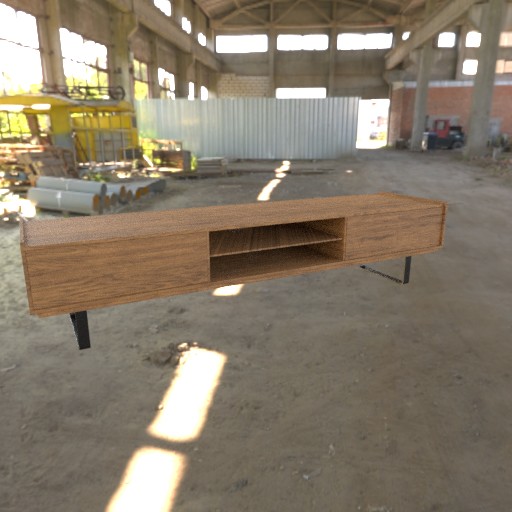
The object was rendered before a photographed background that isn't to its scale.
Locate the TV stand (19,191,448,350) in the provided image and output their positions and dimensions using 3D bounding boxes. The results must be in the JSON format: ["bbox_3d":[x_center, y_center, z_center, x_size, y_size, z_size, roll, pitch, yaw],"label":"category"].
[{"bbox_3d":[0.000,0.000,1.948,1.796,0.415,0.467,-8,17,-26],"label":"TV stand"}]
